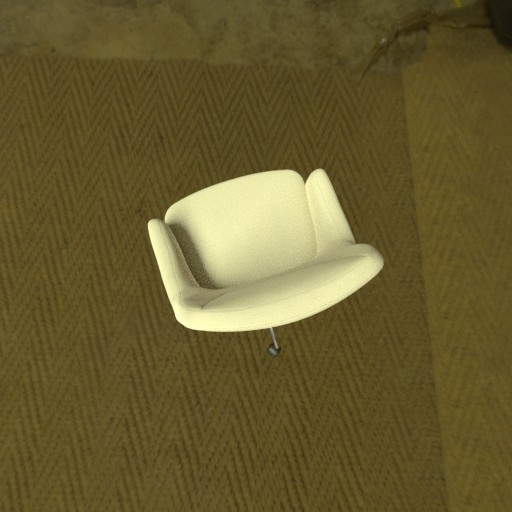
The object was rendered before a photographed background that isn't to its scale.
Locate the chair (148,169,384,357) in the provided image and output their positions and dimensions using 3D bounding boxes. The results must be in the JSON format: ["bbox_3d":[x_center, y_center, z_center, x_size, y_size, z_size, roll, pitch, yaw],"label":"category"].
[{"bbox_3d":[0.000,0.000,1.444,0.620,1.049,0.640,-18,77,-4],"label":"chair"}]
